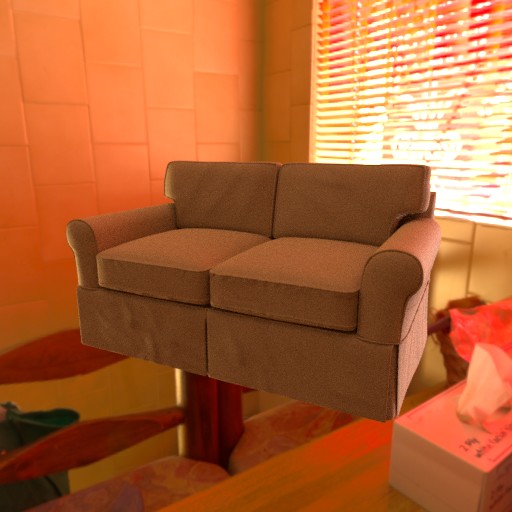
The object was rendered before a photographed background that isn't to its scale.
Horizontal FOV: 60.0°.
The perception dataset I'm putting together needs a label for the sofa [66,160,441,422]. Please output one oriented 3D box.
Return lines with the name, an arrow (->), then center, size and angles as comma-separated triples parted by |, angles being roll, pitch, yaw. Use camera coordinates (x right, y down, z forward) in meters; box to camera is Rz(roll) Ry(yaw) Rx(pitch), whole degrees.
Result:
sofa -> 0.000, 0.000, 2.308 | 1.727, 0.940, 0.991 | 7, 15, 26
